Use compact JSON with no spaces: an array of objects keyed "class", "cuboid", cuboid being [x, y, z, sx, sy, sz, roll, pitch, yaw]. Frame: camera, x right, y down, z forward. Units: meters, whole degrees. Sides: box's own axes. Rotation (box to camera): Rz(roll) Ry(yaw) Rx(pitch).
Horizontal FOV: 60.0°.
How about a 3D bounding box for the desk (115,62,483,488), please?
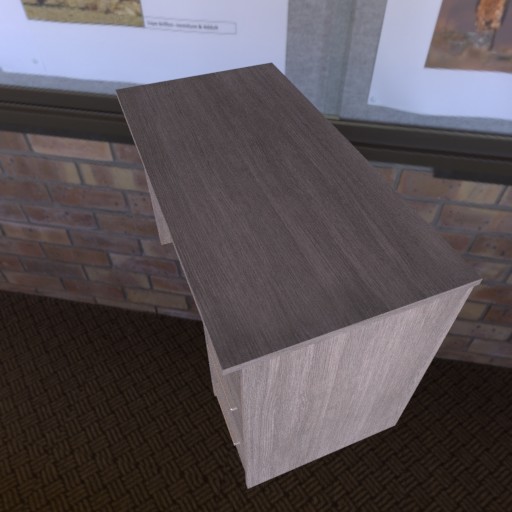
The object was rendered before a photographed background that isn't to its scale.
[{"class":"desk","cuboid":[0.000,0.000,1.450,0.560,0.735,1.097,-16,49,-15]}]
